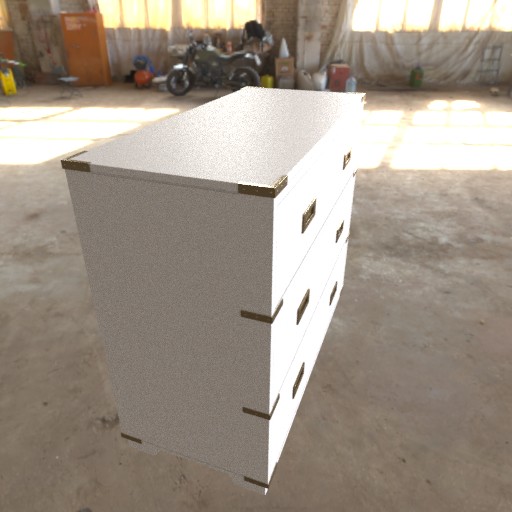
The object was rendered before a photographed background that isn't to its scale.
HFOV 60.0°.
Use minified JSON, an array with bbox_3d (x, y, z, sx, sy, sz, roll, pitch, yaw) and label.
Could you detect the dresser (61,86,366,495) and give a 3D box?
[{"bbox_3d":[0.000,0.000,1.461,0.460,0.891,1.022,10,31,18],"label":"dresser"}]
